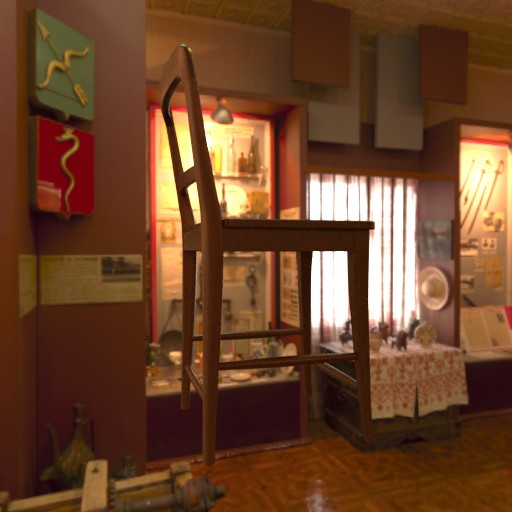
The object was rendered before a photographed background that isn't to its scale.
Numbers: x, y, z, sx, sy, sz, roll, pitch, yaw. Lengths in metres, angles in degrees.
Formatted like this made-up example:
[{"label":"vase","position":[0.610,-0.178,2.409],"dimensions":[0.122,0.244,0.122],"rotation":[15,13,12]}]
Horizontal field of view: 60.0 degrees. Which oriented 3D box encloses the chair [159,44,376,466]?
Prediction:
[{"label":"chair","position":[0.000,0.000,1.294],"dimensions":[0.546,0.991,0.450],"rotation":[0,1,-17]}]
